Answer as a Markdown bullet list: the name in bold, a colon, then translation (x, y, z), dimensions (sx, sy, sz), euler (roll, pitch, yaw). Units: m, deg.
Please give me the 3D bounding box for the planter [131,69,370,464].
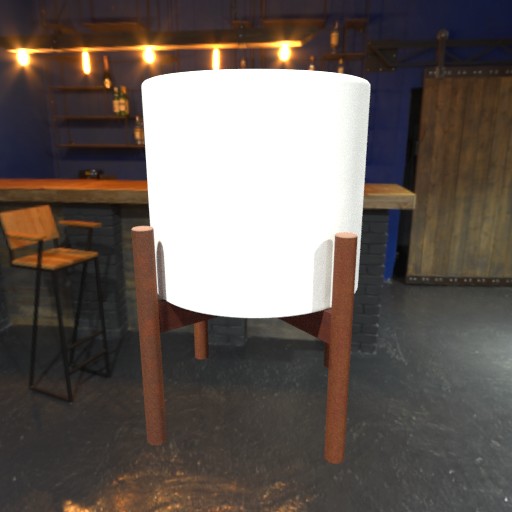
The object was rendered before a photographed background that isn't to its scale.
- **planter**: translation (0.000, 0.000, 0.493), dimensions (0.224, 0.358, 0.224), euler (2, 15, 8)
